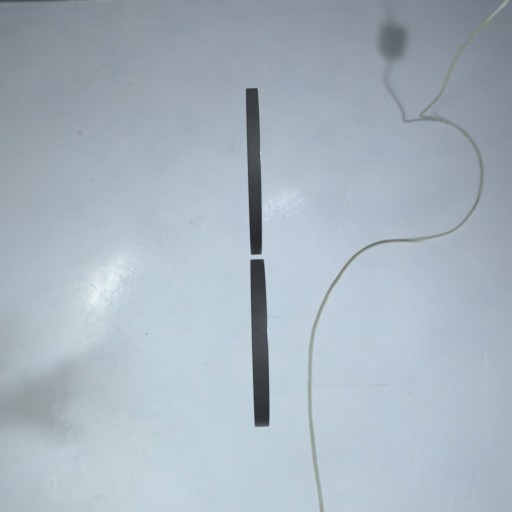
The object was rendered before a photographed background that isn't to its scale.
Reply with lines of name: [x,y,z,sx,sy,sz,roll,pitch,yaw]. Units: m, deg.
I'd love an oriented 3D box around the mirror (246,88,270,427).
mirror: [0.000,0.000,3.219,0.076,2.096,2.160,-2,77,0]
